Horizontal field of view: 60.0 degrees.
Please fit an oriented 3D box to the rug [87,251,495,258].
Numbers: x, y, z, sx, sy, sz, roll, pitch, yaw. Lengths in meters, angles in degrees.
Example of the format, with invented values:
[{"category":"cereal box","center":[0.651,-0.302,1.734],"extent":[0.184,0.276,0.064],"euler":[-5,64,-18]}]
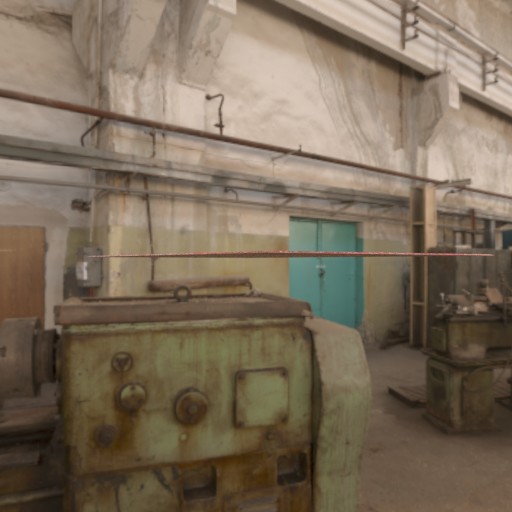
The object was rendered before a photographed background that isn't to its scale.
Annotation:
[{"category":"rug","center":[0.000,0.000,2.290],"extent":[1.219,0.006,1.829],"euler":[0,-1,-36]}]
